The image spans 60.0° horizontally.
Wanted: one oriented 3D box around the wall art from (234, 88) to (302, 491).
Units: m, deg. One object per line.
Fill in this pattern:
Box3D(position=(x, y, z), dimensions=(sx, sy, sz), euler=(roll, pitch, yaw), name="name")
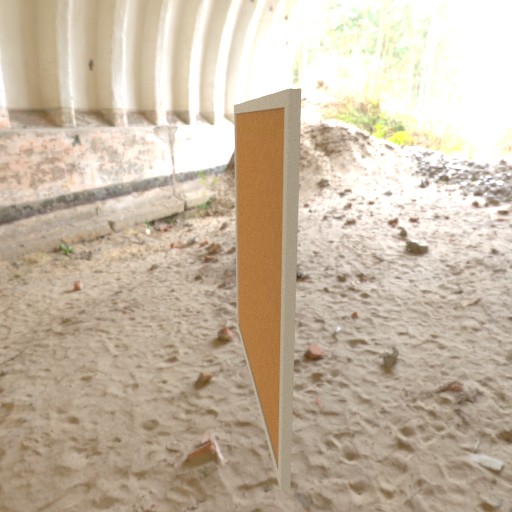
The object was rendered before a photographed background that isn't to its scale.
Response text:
Box3D(position=(0.000, 0.000, 0.686), dimensions=(0.012, 0.457, 0.457), euler=(-3, 17, -9), name="wall art")
